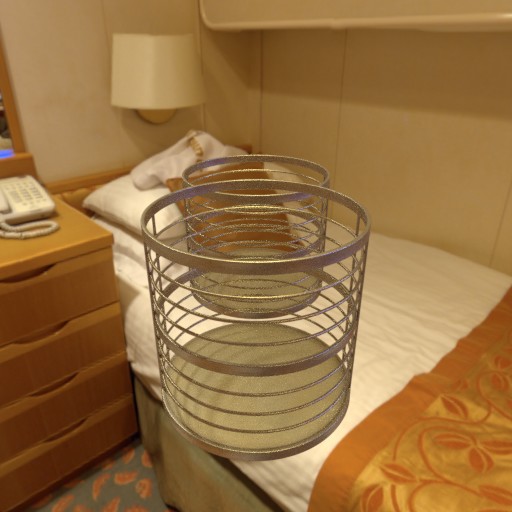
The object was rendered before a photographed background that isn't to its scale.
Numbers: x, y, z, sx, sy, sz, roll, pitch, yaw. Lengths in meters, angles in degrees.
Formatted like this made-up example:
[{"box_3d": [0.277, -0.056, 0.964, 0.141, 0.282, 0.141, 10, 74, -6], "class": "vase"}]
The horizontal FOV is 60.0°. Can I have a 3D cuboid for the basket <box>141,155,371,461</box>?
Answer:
[{"box_3d": [0.000, 0.000, 0.951, 0.356, 0.351, 0.746, 0, 26, 0], "class": "basket"}]
